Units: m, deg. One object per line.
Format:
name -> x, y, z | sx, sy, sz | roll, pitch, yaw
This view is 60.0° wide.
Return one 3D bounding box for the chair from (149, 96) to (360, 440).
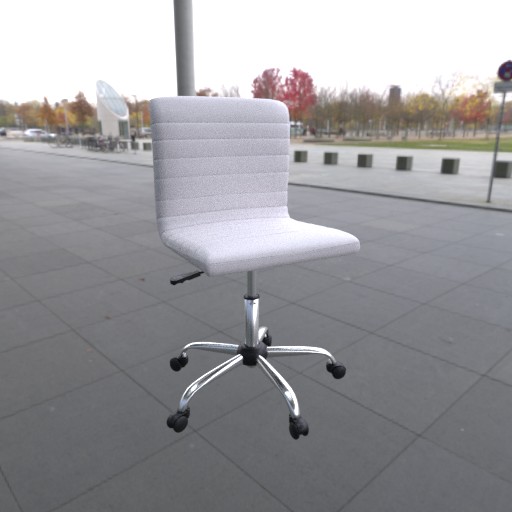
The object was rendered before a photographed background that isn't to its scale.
chair -> 0.000, 0.000, 1.081 | 0.520, 0.750, 0.455 | -8, 18, -27
